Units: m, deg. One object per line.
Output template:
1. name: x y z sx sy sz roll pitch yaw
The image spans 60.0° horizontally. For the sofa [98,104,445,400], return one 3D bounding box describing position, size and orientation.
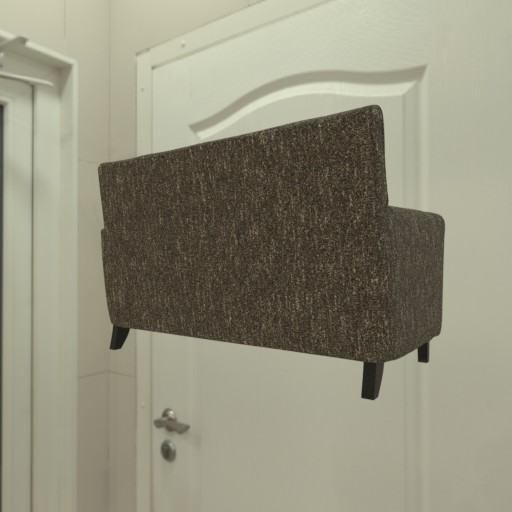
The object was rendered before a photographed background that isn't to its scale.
1. sofa: 0.000 0.000 2.095 1.519 0.946 0.801 0 -1 36
